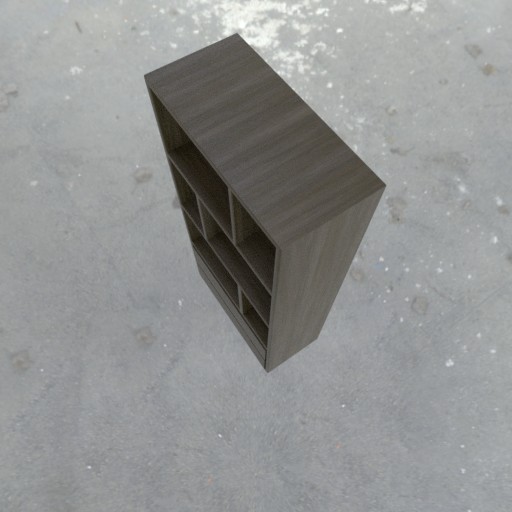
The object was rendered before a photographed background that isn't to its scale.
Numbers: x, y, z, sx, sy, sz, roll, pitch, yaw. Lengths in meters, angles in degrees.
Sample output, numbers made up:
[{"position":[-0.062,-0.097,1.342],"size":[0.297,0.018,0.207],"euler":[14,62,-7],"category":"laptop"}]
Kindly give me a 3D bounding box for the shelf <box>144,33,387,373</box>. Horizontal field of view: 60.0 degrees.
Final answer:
[{"position":[0.000,0.000,1.861],"size":[0.323,1.545,0.670],"euler":[-31,68,-14],"category":"shelf"}]
